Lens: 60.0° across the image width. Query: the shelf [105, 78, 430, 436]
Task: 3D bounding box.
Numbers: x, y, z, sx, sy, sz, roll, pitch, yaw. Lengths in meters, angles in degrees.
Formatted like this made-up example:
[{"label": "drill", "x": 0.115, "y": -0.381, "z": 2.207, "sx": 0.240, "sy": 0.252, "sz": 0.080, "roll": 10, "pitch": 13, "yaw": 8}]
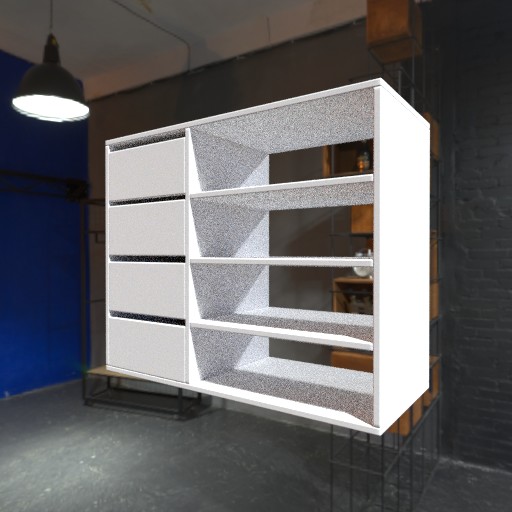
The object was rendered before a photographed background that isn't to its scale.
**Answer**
[{"label": "shelf", "x": 0.000, "y": 0.000, "z": 1.321, "sx": 0.895, "sy": 0.732, "sz": 0.396, "roll": 0, "pitch": 1, "yaw": 35}]
